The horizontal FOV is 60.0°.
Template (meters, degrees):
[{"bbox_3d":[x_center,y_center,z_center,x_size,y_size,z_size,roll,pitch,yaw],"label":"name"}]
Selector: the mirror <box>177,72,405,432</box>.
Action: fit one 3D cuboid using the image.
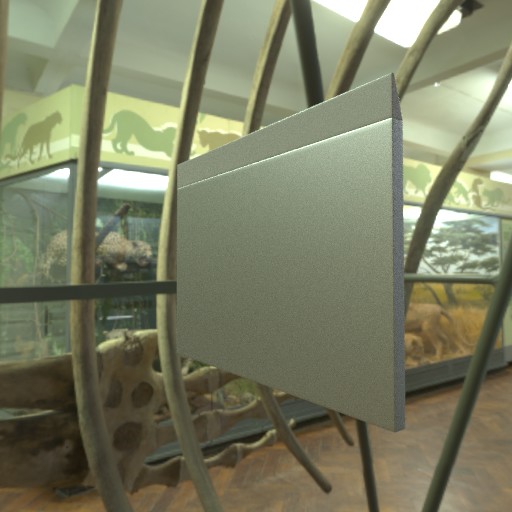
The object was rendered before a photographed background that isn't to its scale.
[{"bbox_3d":[0.000,0.000,1.137,0.030,0.630,0.870,1,-2,-35],"label":"mirror"}]
